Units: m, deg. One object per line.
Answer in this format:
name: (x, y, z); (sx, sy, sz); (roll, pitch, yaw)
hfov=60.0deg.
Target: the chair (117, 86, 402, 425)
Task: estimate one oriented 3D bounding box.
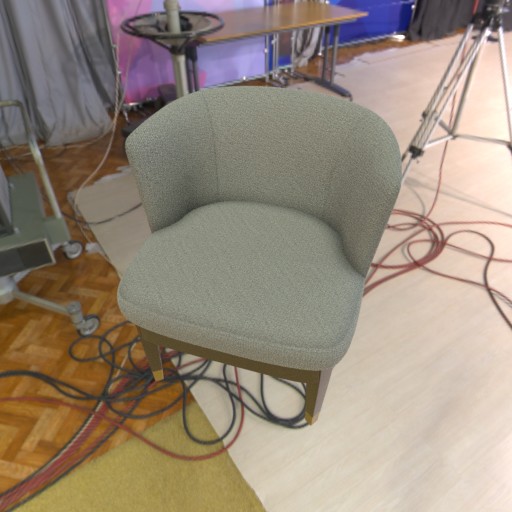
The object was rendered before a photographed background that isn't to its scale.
chair: (0.000, 0.000, 1.305); (0.700, 0.760, 0.660); (12, 43, 13)
